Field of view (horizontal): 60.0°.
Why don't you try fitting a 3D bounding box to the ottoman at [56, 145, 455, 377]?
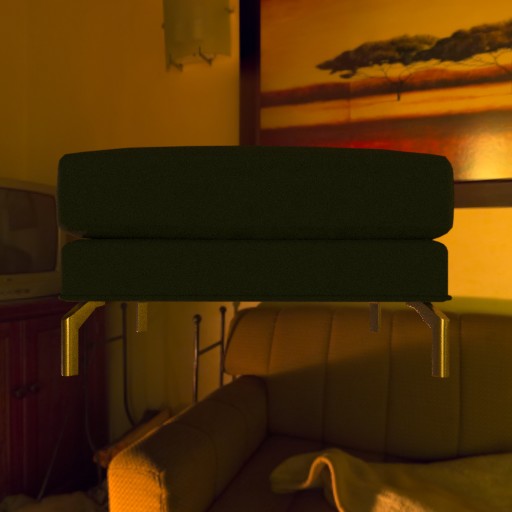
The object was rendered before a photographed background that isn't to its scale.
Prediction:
[{"bbox_3d":[0.000,0.000,1.196,0.835,0.498,0.587,0,0,1],"label":"ottoman"}]
